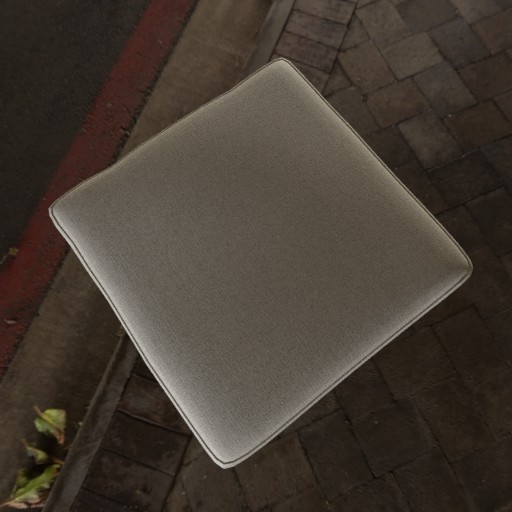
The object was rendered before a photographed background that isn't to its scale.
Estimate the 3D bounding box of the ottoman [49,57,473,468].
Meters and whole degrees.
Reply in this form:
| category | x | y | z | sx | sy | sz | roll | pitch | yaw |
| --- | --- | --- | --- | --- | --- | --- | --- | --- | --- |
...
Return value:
| category | x | y | z | sx | sy | sz | roll | pitch | yaw |
| --- | --- | --- | --- | --- | --- | --- | --- | --- | --- |
| ottoman | 0.000 | 0.000 | 1.337 | 0.838 | 0.478 | 0.838 | -36 | 77 | -9 |
